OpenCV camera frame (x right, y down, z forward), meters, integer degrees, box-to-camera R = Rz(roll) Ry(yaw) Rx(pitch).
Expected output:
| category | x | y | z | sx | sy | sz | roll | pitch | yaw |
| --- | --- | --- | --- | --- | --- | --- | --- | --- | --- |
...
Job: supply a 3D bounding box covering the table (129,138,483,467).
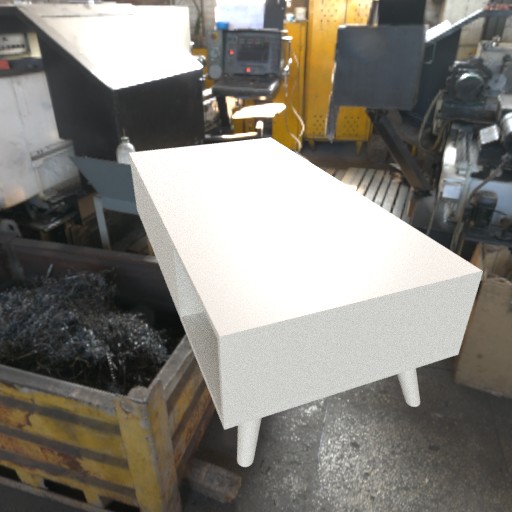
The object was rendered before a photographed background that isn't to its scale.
| category | x | y | z | sx | sy | sz | roll | pitch | yaw |
| --- | --- | --- | --- | --- | --- | --- | --- | --- | --- |
| table | 0.000 | 0.000 | 1.471 | 0.609 | 0.432 | 1.194 | -11 | 32 | -19 |
